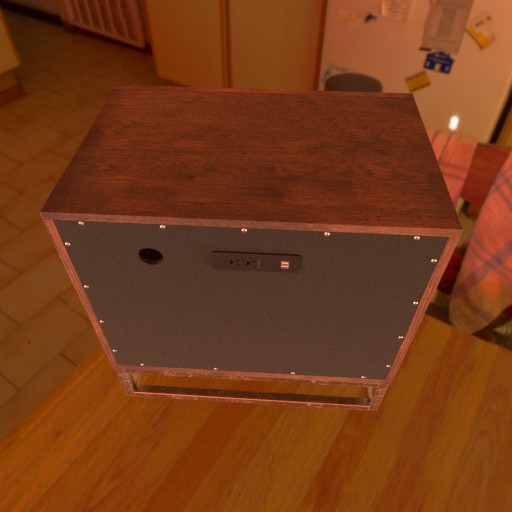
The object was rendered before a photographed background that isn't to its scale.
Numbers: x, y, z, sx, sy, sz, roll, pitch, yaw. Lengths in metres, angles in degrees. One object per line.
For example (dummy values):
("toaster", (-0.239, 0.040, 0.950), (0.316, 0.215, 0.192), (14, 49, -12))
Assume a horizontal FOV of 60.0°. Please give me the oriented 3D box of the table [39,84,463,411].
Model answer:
("table", (0.000, 0.000, 1.248), (0.767, 0.746, 0.542), (3, 47, 2))
